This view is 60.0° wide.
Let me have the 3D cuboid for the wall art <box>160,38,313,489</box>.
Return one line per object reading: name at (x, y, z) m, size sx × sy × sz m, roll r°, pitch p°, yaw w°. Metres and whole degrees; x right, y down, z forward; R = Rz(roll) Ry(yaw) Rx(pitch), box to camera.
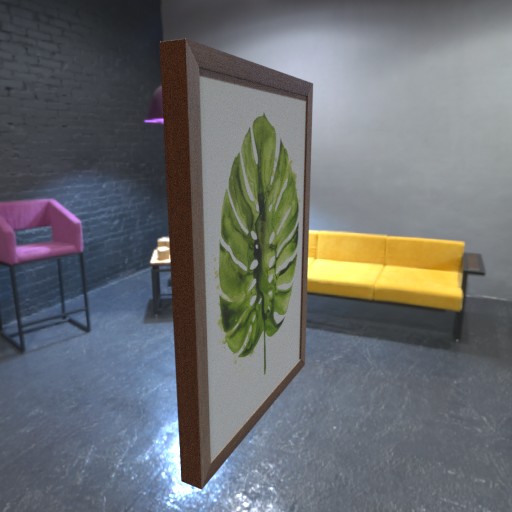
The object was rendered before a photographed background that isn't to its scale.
wall art at (0.000, 0.000, 0.645) m, size 0.032 × 0.510 × 0.358 m, roll 7°, pitch 16°, yaw 26°
